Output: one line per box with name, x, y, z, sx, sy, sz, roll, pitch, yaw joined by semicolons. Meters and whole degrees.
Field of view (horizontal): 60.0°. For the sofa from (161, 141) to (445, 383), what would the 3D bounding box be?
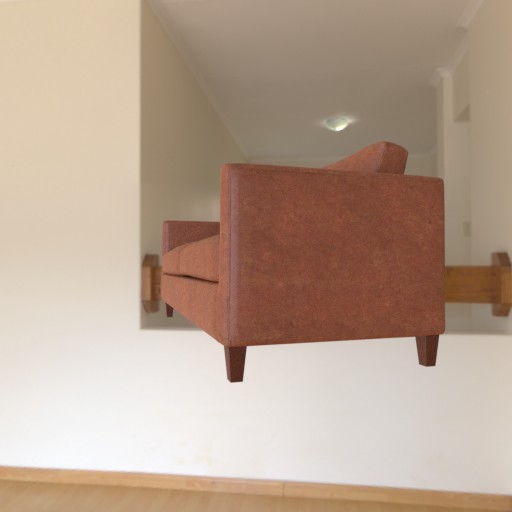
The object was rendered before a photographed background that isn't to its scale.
sofa;0.000;0.000;2.685;0.950;0.932;2.204;0;-1;-17
